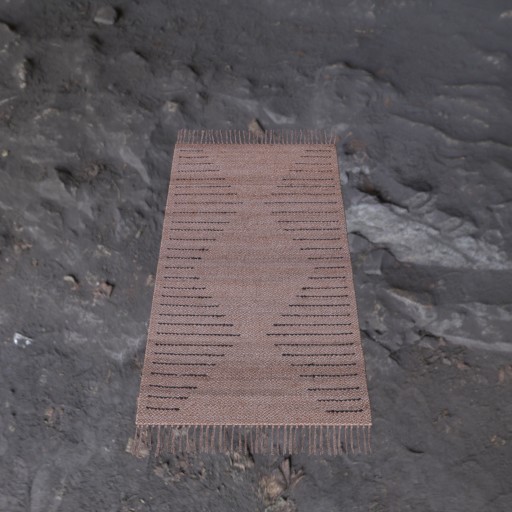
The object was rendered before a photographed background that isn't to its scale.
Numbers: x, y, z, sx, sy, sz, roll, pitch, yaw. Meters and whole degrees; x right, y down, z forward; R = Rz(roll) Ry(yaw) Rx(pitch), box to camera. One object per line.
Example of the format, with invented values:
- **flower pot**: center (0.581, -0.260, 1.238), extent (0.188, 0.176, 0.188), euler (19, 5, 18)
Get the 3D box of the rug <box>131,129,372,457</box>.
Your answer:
- **rug**: center (0.000, 0.000, 2.059), extent (0.905, 0.017, 1.718), euler (0, 57, 0)
